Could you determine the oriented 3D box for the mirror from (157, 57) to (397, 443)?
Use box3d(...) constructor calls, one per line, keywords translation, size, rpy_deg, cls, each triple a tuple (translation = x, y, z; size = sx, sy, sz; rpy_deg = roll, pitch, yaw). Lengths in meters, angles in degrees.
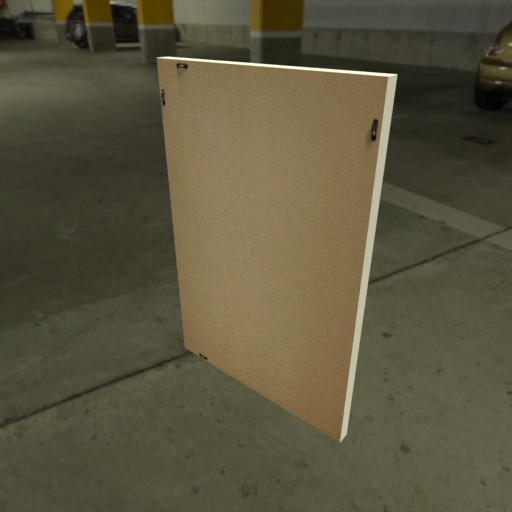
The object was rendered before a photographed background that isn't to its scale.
box3d(translation=(0.000, 0.000, 1.149), size=(0.609, 0.914, 0.041), rpy_deg=(21, 35, 34), cls="mirror")
